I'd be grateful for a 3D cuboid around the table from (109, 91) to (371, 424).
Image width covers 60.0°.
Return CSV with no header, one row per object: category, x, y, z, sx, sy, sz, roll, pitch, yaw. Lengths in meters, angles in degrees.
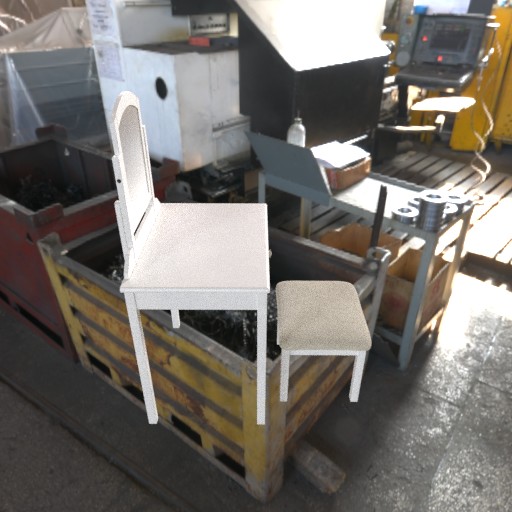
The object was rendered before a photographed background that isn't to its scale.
table,0.000,0.000,2.320,1.211,1.631,0.876,0,32,0
